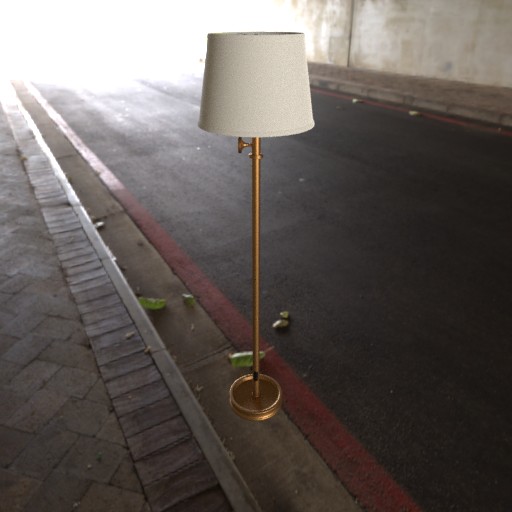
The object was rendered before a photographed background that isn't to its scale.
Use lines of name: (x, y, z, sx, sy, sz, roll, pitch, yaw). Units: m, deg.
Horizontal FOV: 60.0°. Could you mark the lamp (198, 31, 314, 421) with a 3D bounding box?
lamp: (0.000, 0.000, 0.790, 0.178, 0.710, 0.178, 0, 28, 0)
